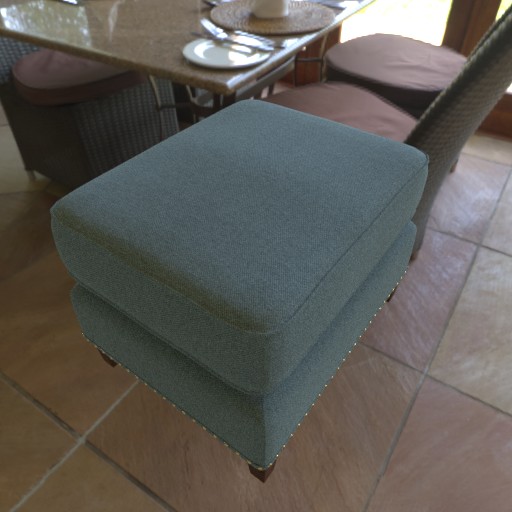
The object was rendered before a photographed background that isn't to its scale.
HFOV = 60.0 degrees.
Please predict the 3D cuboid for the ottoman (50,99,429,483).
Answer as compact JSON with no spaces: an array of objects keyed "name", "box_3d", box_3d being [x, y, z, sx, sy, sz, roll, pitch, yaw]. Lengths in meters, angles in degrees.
[{"name":"ottoman","box_3d":[0.000,0.000,1.110,0.589,0.537,0.738,26,49,26]}]
